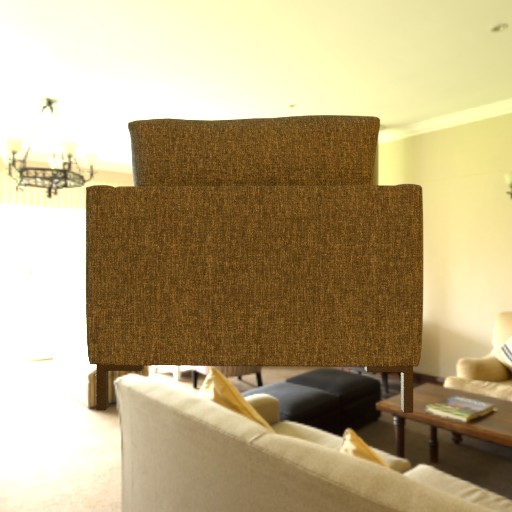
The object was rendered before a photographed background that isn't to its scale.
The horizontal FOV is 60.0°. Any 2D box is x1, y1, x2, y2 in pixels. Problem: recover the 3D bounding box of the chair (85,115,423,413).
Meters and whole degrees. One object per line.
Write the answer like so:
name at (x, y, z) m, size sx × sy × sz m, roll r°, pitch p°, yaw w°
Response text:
chair at (0.000, 0.000, 1.640) m, size 0.963 × 0.861 × 0.866 m, roll 0°, pitch 0°, yaw 1°
